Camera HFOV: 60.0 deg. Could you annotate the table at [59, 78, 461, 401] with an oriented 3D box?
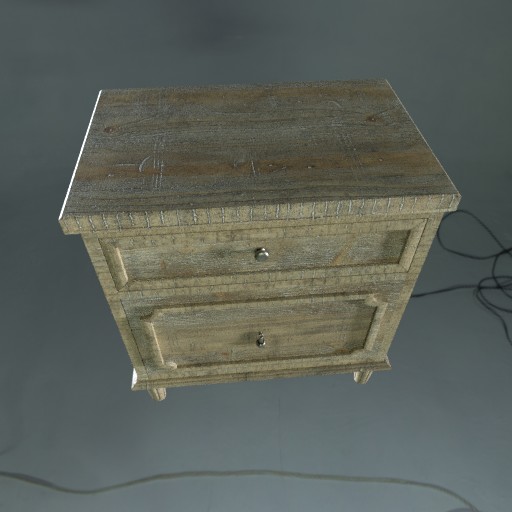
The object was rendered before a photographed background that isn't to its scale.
[{"bbox_3d":[0.000,0.000,1.151,0.686,0.711,0.457,-4,47,-3],"label":"table"}]
